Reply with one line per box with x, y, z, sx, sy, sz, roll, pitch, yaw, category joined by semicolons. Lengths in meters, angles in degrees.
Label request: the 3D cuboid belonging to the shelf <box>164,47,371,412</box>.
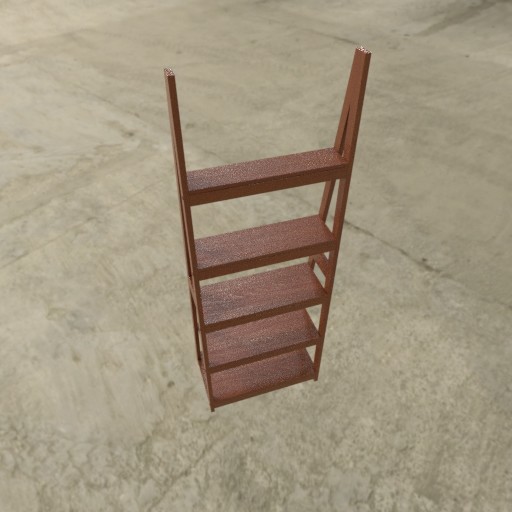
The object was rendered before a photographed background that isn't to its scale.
0.000;0.000;1.993;0.630;1.780;0.356;-12;43;-14;shelf
